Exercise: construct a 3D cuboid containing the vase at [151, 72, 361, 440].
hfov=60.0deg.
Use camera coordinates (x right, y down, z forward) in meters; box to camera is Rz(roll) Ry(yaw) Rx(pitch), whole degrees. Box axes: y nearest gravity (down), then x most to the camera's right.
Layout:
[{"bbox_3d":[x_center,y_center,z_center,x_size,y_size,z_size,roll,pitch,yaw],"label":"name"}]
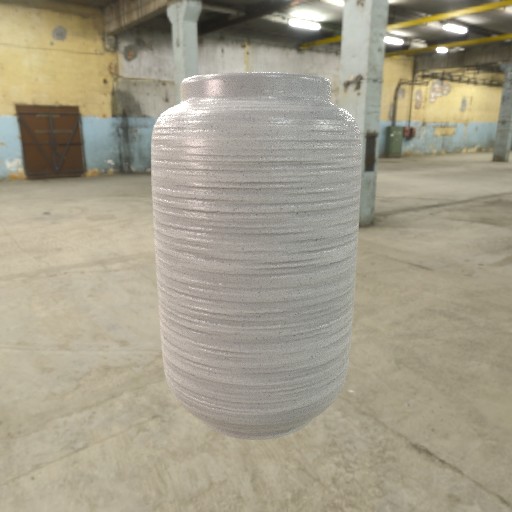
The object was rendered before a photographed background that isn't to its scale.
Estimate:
[{"bbox_3d":[0.000,0.000,0.456,0.202,0.335,0.202,0,15,0],"label":"vase"}]
